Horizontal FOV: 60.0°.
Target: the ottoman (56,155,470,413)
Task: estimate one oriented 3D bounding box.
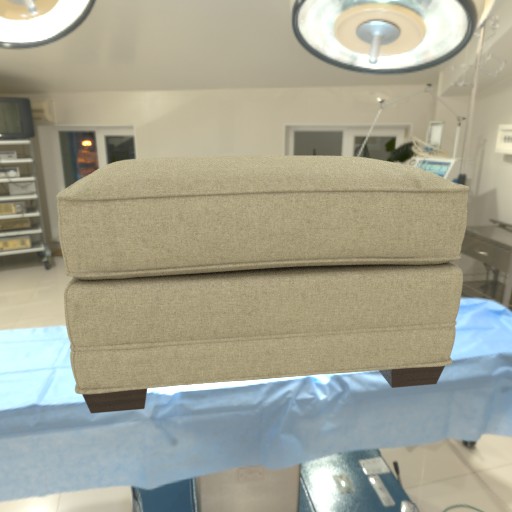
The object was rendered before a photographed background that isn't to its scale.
[{"bbox_3d":[0.000,0.000,1.172,0.848,0.508,0.611,-2,17,-8],"label":"ottoman"}]
